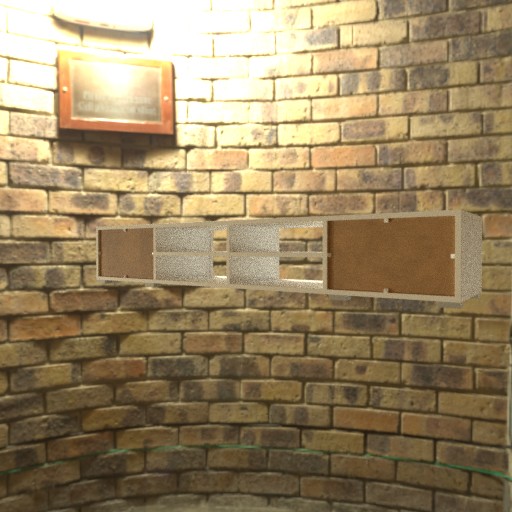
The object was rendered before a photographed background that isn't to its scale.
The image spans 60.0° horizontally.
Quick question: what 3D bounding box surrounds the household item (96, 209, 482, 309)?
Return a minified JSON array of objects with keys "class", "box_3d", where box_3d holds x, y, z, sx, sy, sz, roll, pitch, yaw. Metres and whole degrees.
[{"class":"household item","box_3d":[0.000,0.000,2.079,1.850,0.310,0.420,1,1,35]}]
